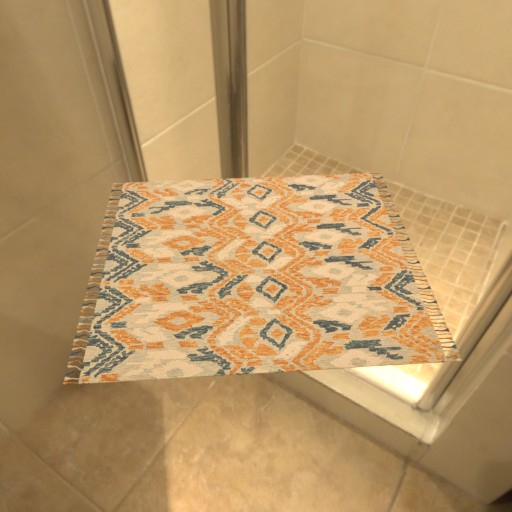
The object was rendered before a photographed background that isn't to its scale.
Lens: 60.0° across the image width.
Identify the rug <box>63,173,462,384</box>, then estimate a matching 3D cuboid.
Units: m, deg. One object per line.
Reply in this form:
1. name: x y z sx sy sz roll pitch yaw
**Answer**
1. rug: 0.000 0.000 4.193 3.048 0.010 2.439 -3 47 -3
